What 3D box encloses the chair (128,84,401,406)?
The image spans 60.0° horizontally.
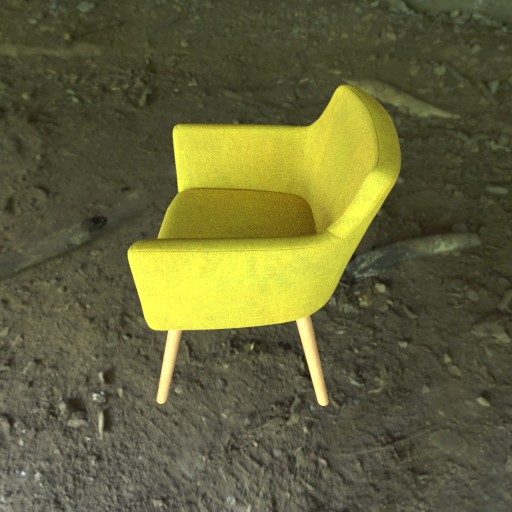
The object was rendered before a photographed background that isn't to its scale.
[{"bbox_3d":[0.000,0.000,1.175,0.570,0.780,0.570,0,40,1],"label":"chair"}]
